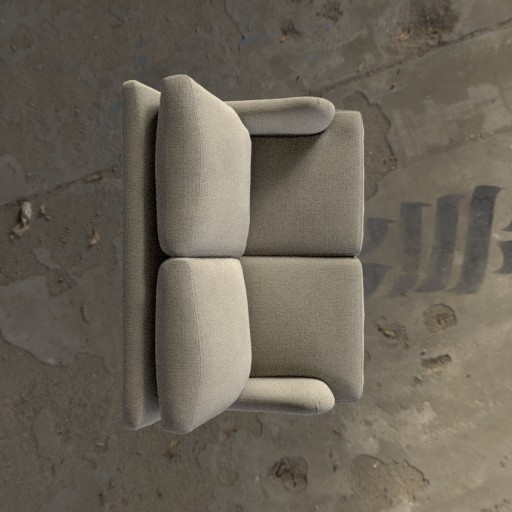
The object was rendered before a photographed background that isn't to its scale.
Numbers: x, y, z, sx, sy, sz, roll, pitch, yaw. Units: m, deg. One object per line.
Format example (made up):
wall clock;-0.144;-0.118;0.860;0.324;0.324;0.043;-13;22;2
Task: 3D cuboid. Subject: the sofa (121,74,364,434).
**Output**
sofa;0.000;0.000;2.193;1.087;0.999;1.480;0;90;1
